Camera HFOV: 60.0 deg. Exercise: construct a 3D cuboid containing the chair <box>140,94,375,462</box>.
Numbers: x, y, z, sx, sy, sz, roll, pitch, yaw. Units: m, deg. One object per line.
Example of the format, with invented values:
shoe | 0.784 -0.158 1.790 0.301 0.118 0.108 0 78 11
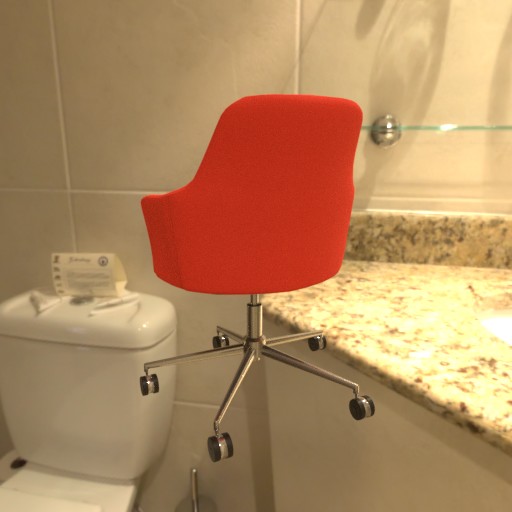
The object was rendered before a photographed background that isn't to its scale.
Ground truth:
chair | 0.000 0.000 1.265 0.655 0.820 0.600 -7 15 -25
